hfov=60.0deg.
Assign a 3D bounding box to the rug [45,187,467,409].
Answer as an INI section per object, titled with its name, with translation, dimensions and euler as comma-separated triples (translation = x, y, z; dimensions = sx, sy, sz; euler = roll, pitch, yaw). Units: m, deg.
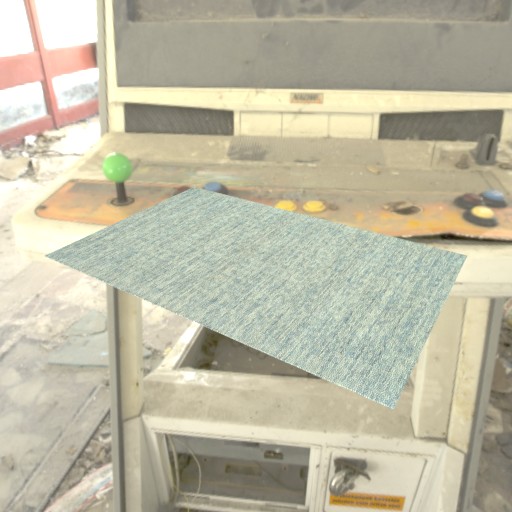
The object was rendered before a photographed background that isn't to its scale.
[rug]
translation = 0.000, 0.000, 2.195
dimensions = 1.752, 0.006, 1.142
euler = 18, 34, 28
